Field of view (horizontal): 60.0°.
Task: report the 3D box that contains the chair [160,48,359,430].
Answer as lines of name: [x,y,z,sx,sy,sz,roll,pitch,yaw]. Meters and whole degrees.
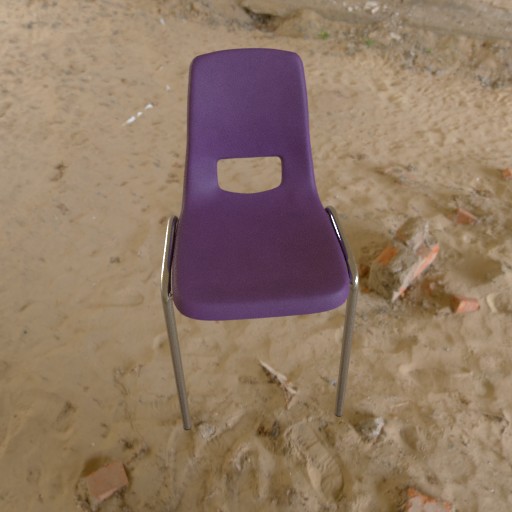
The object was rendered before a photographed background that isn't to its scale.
chair: [0.000,0.000,0.947,0.381,0.704,0.432,-4,46,-4]
